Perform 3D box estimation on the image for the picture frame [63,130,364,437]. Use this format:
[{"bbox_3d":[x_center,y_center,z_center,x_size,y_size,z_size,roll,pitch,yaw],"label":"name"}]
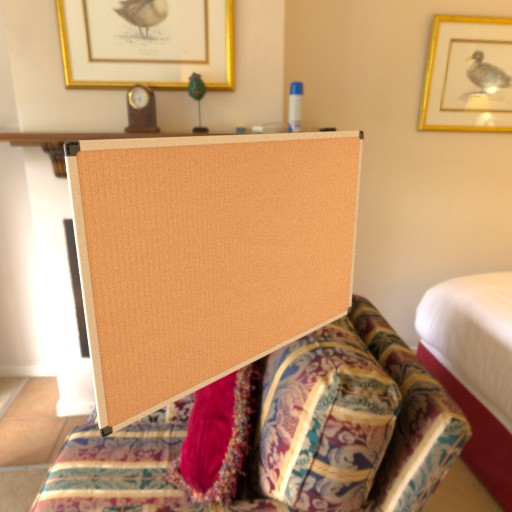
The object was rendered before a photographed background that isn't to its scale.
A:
[{"bbox_3d":[0.000,0.000,1.131,0.900,0.600,0.010,-16,24,-42],"label":"picture frame"}]
